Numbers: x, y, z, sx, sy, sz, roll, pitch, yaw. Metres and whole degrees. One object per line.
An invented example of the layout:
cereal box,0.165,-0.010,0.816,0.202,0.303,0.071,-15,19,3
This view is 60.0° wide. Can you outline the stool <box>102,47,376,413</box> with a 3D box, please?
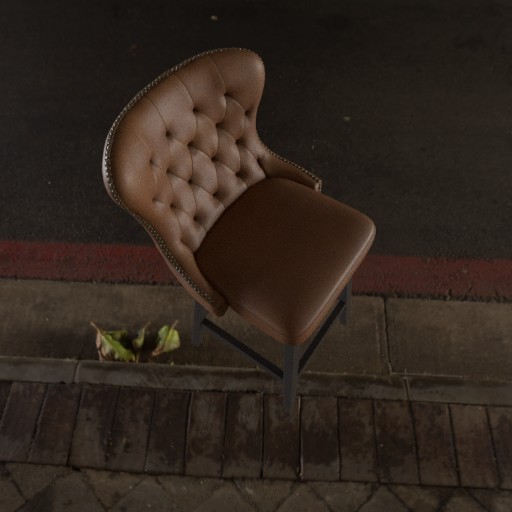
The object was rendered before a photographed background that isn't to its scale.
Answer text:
stool,0.000,0.000,1.320,0.593,0.971,0.528,31,63,18
